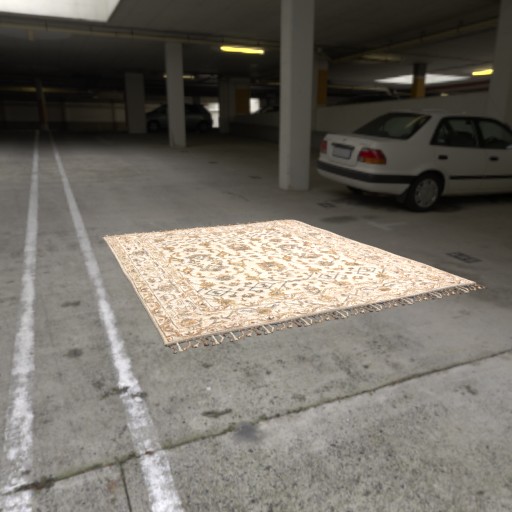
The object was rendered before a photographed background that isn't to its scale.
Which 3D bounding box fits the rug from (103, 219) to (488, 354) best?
[{"bbox_3d":[0.000,0.000,4.140,2.426,0.034,3.061,-7,17,-24],"label":"rug"}]
